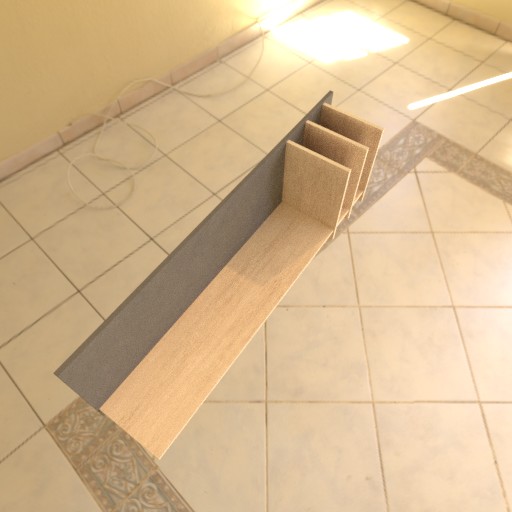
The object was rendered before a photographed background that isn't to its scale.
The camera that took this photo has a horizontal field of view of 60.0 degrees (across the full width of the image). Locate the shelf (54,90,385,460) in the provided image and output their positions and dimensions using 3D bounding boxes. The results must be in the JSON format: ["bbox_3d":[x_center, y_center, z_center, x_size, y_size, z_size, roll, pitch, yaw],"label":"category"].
[{"bbox_3d":[0.000,0.000,1.144,0.200,0.300,1.020,31,62,19],"label":"shelf"}]
